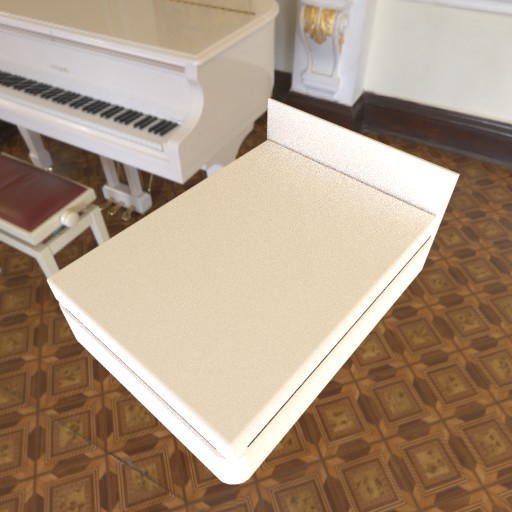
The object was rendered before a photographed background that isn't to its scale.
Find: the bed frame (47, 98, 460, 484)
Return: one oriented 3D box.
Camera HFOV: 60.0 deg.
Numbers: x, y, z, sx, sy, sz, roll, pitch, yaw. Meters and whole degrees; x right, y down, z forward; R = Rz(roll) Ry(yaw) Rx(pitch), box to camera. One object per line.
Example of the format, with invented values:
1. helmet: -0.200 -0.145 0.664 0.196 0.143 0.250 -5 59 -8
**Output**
1. bed frame: 0.000 0.000 2.613 1.400 0.800 1.900 32 54 27
